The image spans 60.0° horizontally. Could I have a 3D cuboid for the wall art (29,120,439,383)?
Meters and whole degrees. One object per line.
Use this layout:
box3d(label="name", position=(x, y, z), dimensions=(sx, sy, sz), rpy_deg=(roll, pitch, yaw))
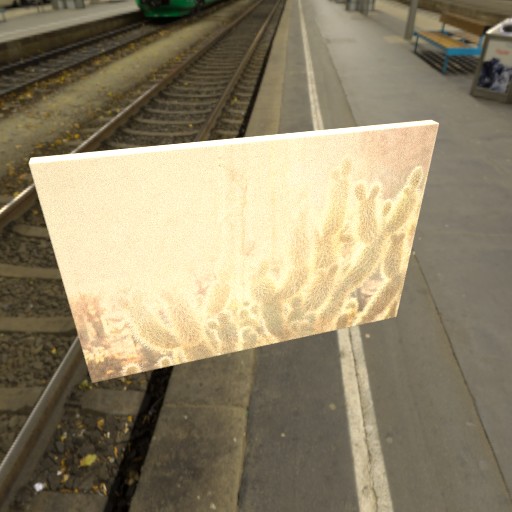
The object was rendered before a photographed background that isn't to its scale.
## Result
box3d(label="wall art", position=(0.000, 0.000, 1.413), dimensions=(1.142, 0.758, 0.041), rpy_deg=(-9, 34, -14))
